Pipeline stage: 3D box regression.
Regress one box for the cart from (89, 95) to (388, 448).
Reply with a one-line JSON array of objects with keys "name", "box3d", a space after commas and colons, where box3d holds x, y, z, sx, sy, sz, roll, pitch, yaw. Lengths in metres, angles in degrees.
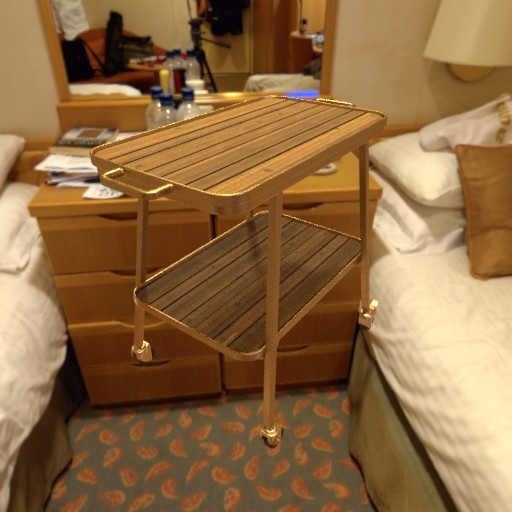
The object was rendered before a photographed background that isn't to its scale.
[{"name": "cart", "box3d": [0.000, 0.000, 1.233, 0.524, 0.700, 0.806, 21, 38, 30]}]
